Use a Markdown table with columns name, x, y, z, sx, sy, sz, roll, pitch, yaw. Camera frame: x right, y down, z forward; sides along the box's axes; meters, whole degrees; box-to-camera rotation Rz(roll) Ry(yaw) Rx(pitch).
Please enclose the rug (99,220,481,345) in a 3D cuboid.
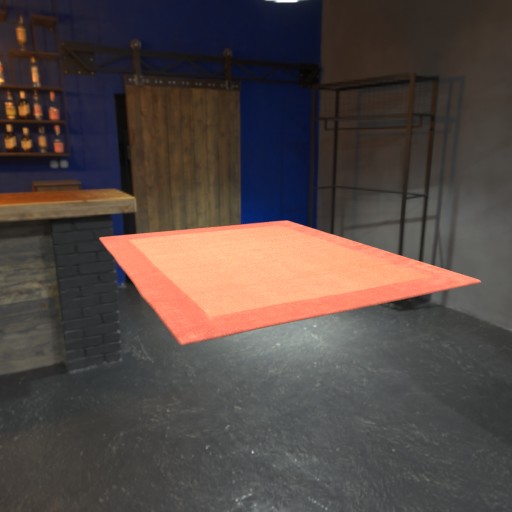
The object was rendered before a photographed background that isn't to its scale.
| name | x | y | z | sx | sy | sz | roll | pitch | yaw |
| --- | --- | --- | --- | --- | --- | --- | --- | --- | --- |
| rug | 0.000 | 0.000 | 4.184 | 2.430 | 0.018 | 2.976 | -7 | 16 | -26 |
